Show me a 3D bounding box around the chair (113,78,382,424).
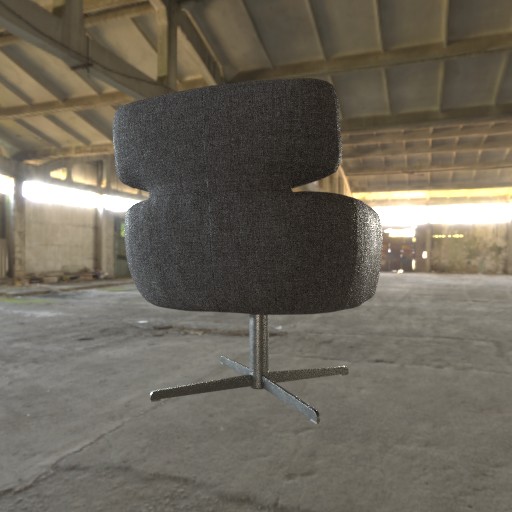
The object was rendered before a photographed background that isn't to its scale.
[{"bbox_3d":[0.000,0.000,1.348,0.706,0.812,0.715,0,0,20],"label":"chair"}]
